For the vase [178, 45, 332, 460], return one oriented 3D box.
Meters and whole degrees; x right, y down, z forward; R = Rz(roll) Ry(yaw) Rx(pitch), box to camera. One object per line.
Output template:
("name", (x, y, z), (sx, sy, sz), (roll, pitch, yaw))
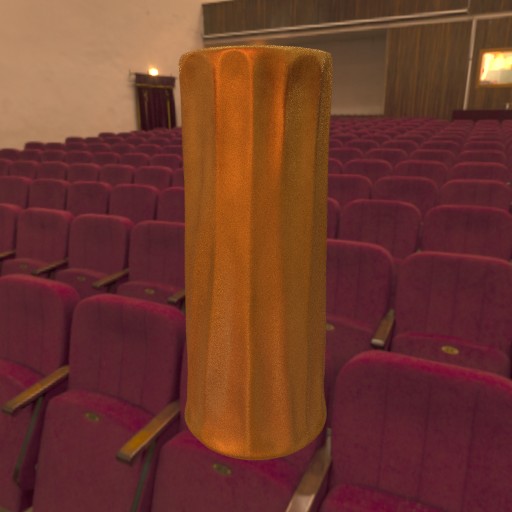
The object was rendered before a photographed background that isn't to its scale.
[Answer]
("vase", (0.000, 0.000, 0.173), (0.061, 0.143, 0.061), (0, 17, 0))
